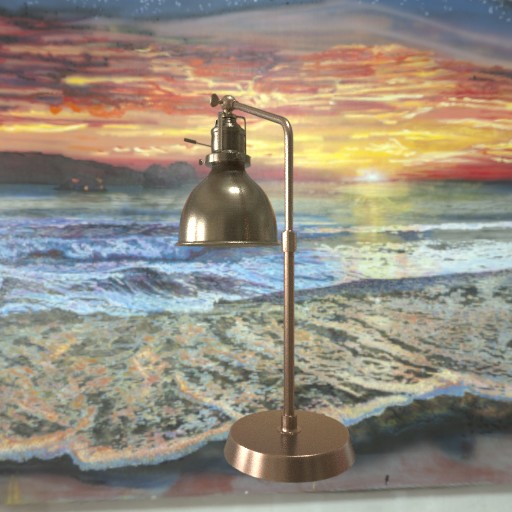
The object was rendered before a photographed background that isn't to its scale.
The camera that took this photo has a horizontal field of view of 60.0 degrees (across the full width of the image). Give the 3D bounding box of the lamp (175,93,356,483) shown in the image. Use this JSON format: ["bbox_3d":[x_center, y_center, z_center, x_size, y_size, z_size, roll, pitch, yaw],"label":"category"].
[{"bbox_3d":[0.000,0.000,0.575,0.153,0.456,0.286,0,0,-36],"label":"lamp"}]
